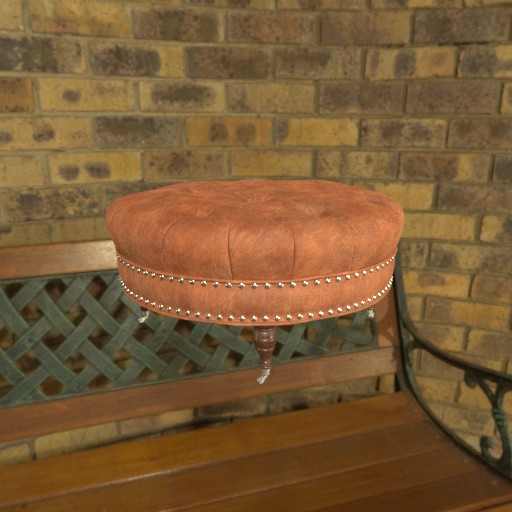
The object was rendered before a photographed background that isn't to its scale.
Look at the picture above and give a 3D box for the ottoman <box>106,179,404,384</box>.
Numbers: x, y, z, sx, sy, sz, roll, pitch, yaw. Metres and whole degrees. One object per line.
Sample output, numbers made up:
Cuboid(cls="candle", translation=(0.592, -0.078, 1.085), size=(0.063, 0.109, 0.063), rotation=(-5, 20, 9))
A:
Cuboid(cls="ottoman", translation=(0.000, 0.000, 1.424), size=(0.901, 0.444, 0.901), rotation=(0, 16, 0))
